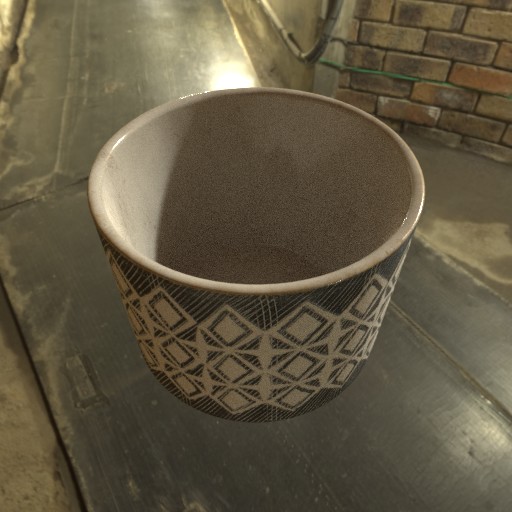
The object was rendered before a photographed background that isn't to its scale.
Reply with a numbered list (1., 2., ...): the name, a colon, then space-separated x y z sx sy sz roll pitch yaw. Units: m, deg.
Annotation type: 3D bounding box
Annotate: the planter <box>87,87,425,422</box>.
1. planter: 0.000 0.000 0.209 0.126 0.104 0.126 0 47 0
